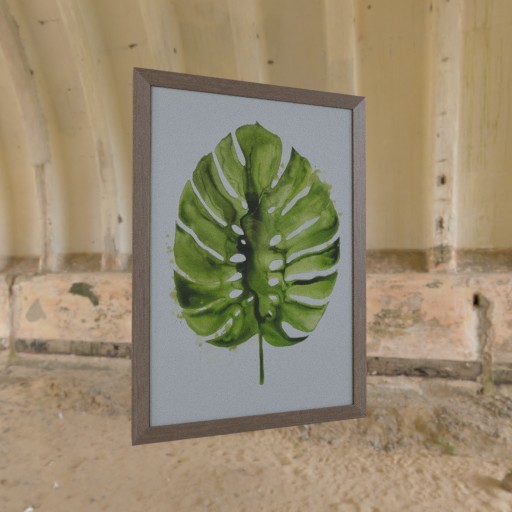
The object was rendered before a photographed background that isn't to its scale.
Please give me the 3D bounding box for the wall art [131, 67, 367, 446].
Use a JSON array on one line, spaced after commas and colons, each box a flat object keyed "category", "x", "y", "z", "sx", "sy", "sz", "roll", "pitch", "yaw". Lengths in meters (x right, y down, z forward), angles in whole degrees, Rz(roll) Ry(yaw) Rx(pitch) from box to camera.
[{"category": "wall art", "x": 0.000, "y": 0.000, "z": 0.665, "sx": 0.358, "sy": 0.510, "sz": 0.032, "roll": 0, "pitch": -1, "yaw": -18}]
